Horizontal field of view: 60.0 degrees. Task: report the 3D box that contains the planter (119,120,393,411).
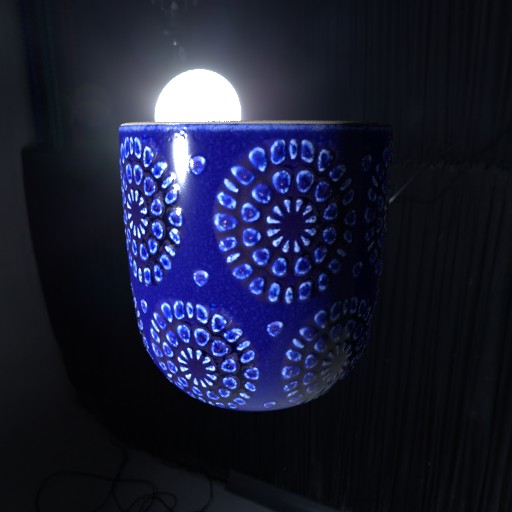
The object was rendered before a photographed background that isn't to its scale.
[{"bbox_3d":[0.000,0.000,0.196,0.109,0.112,0.109,0,15,0],"label":"planter"}]
